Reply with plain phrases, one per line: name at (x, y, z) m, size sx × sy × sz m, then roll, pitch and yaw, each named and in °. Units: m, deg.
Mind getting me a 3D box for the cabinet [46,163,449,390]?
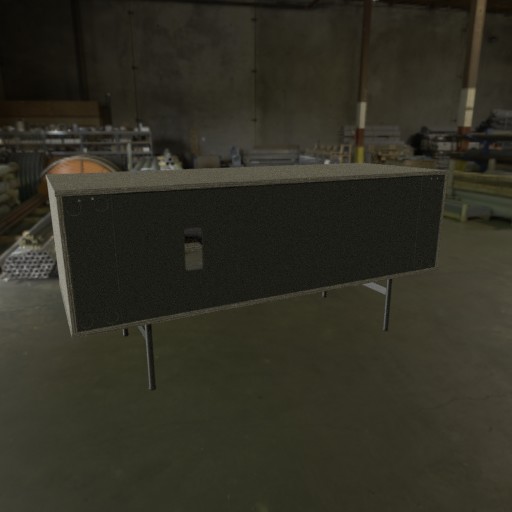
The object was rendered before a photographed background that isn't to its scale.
cabinet at (0.000, 0.000, 1.606) m, size 1.300 × 0.599 × 0.500 m, roll -8°, pitch 17°, yaw -26°
